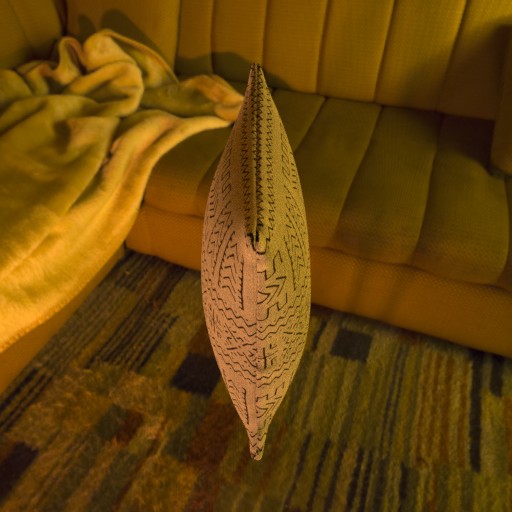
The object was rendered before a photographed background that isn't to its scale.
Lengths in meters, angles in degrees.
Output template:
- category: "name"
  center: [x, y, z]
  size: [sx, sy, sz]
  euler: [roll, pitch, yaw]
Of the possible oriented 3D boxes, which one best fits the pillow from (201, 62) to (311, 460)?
- category: "pillow"
  center: [0.000, 0.000, 0.673]
  size: [0.164, 0.430, 0.438]
  euler: [0, 42, 0]
